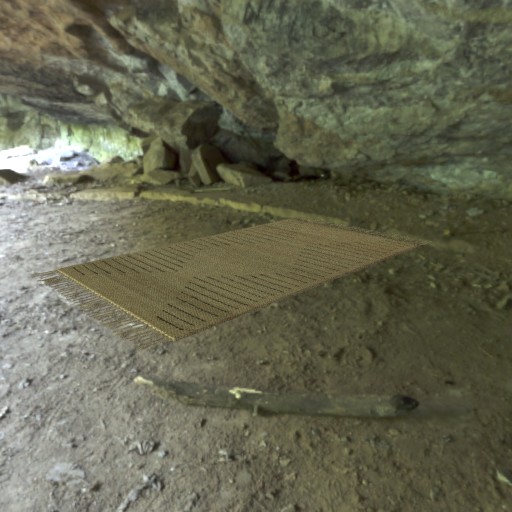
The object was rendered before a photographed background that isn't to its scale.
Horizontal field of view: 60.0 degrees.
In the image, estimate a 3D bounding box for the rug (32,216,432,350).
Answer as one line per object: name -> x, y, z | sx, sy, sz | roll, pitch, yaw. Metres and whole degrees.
rug -> 0.000, 0.000, 2.072 | 1.718, 0.017, 0.905 | -16, 23, -42
